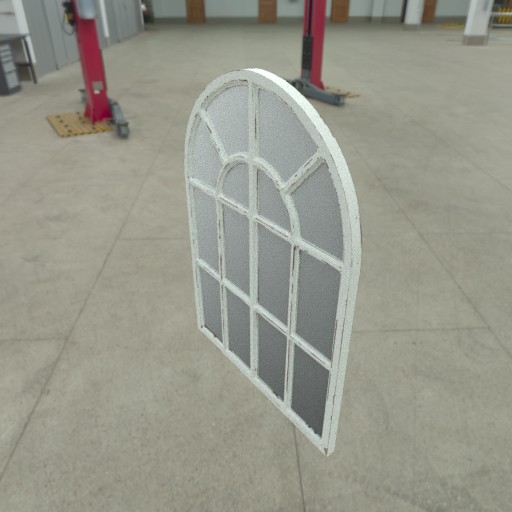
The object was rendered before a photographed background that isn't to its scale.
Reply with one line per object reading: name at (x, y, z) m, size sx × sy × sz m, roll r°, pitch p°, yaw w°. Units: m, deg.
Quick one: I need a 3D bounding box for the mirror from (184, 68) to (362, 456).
mirror at (0.000, 0.000, 1.175) m, size 0.032 × 0.920 × 0.660 m, roll -21°, pitch 37°, yaw -31°
